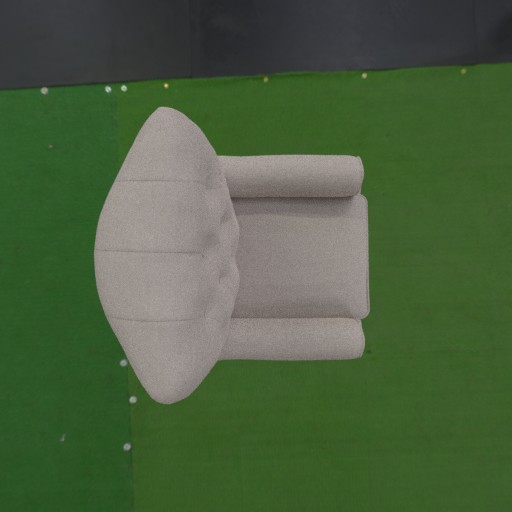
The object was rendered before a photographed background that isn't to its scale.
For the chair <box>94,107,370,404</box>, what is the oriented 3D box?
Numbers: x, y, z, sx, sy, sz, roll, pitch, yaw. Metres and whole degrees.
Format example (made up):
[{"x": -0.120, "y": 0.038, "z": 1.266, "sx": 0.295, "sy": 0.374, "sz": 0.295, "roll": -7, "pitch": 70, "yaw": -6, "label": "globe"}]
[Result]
[{"x": 0.000, "y": 0.000, "z": 1.924, "sx": 1.025, "sy": 1.209, "sz": 0.942, "roll": 0, "pitch": 90, "yaw": 1, "label": "chair"}]
